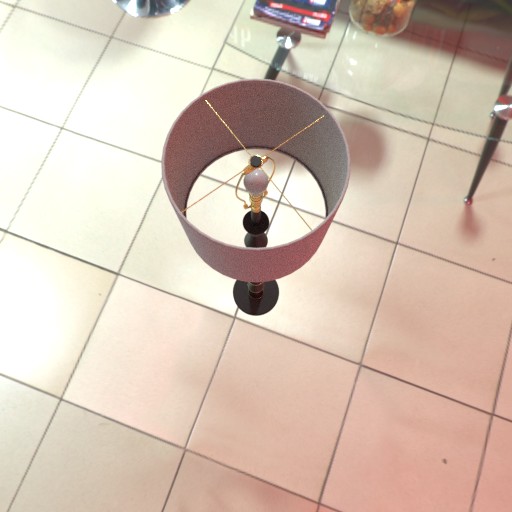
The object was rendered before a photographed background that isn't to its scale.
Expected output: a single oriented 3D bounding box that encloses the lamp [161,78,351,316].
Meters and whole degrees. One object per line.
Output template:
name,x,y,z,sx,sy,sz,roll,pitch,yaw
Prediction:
lamp,0.000,0.000,1.603,0.381,1.480,0.381,-36,78,-9
